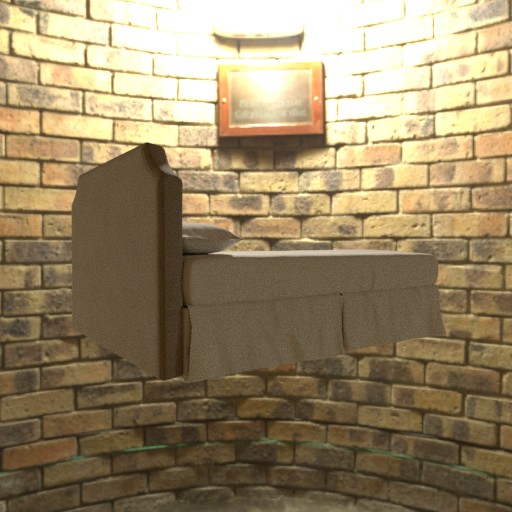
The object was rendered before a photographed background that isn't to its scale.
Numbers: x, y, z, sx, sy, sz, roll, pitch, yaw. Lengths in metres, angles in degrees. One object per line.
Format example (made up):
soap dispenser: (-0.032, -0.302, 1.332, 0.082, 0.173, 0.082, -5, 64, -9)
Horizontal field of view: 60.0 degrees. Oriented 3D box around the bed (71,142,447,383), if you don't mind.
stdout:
bed: (0.000, 0.000, 3.687, 2.498, 1.293, 1.977, -1, 1, -36)
